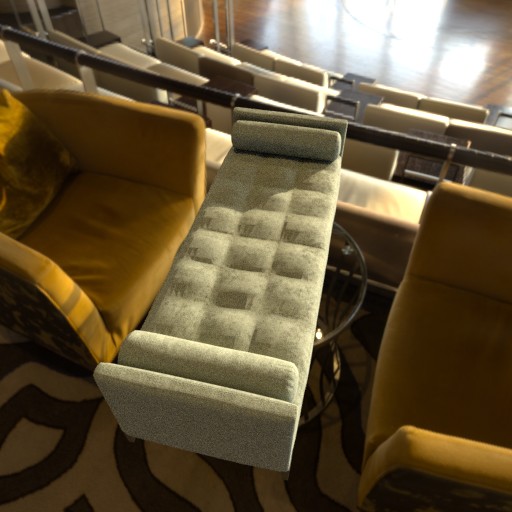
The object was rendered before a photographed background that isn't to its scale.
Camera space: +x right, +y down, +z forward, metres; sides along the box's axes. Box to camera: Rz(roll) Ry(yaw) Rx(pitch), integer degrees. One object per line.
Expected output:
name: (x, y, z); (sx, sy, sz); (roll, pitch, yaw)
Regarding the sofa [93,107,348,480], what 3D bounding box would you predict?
sofa: (0.000, 0.000, 2.511); (0.797, 0.657, 2.102); (10, 47, 9)
